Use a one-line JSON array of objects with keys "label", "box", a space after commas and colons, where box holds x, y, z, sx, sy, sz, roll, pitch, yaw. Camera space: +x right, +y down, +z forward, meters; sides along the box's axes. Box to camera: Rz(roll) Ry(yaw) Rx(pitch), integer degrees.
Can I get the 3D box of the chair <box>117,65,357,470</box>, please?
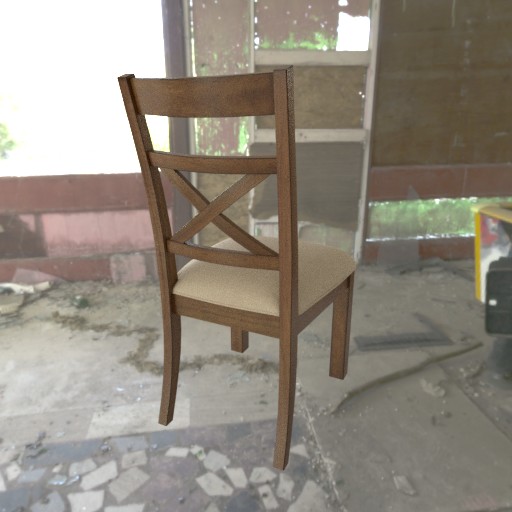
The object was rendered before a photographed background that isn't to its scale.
[{"label": "chair", "box": [0.000, 0.000, 1.267, 0.461, 0.949, 0.581, 9, 20, 26]}]
